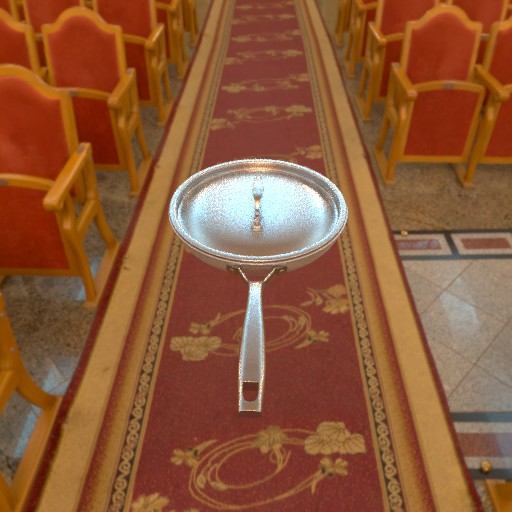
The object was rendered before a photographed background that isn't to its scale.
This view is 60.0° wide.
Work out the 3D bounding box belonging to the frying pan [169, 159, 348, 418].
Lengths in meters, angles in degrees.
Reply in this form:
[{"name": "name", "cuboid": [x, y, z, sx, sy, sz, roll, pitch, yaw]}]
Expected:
[{"name": "frying pan", "cuboid": [0.000, 0.000, 0.606, 0.272, 0.086, 0.490, 1, 41, 1]}]
